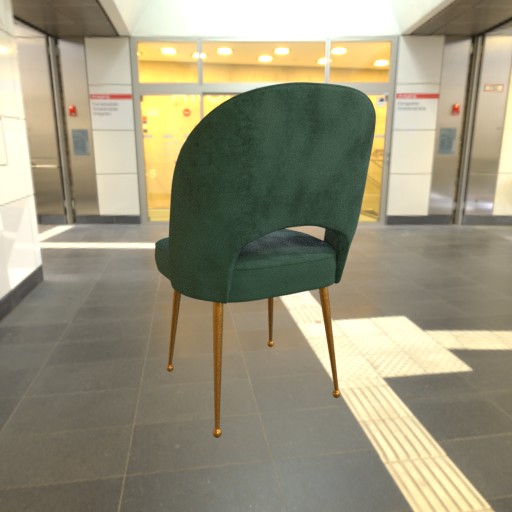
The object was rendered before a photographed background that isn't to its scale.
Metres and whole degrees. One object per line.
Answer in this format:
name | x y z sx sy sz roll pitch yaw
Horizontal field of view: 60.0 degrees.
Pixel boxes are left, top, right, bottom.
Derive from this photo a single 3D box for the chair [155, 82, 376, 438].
chair | 0.000 0.000 1.260 0.527 0.860 0.577 -8 16 -28
